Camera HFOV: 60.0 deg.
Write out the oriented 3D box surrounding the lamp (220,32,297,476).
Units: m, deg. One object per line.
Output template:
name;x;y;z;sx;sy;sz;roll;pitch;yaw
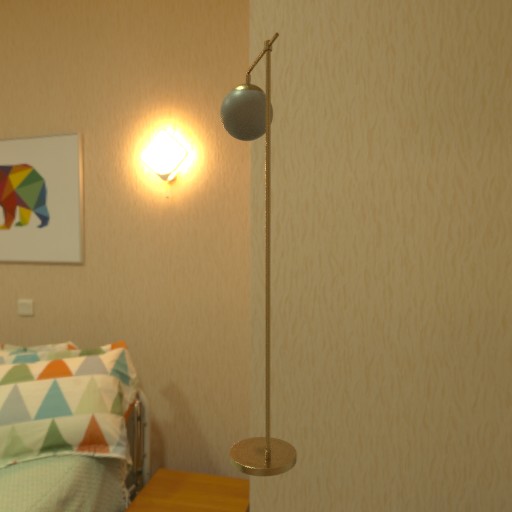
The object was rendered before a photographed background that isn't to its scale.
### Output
lamp;0.000;0.000;1.710;0.249;1.505;0.476;-1;2;-17
